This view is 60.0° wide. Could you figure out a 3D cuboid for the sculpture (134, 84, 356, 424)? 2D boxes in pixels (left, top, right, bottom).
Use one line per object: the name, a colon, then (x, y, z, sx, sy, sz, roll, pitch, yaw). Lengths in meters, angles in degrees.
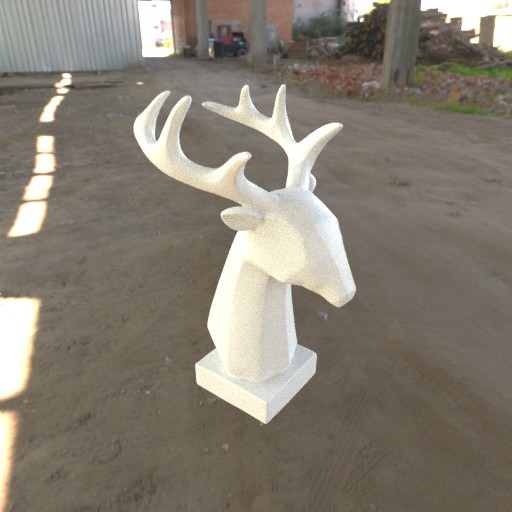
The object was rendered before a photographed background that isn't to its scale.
sculpture: (0.000, 0.000, 0.461, 0.224, 0.329, 0.174, 18, 32, 33)
